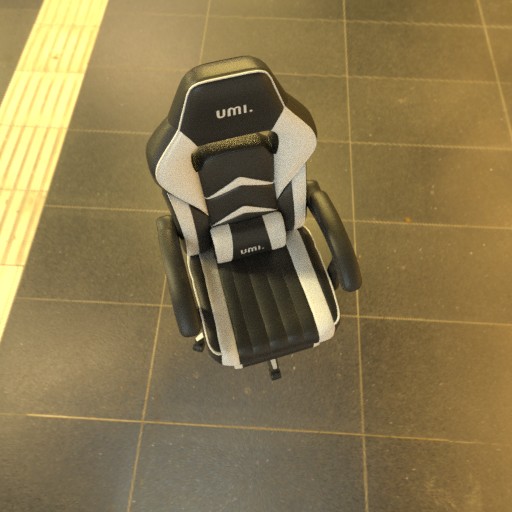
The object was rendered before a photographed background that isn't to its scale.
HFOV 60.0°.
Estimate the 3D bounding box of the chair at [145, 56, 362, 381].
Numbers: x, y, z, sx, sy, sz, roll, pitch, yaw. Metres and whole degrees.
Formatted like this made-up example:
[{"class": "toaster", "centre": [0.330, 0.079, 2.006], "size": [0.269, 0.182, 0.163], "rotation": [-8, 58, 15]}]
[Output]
[{"class": "chair", "centre": [0.000, 0.000, 1.625], "size": [0.676, 1.200, 0.700], "rotation": [-15, 65, -7]}]
